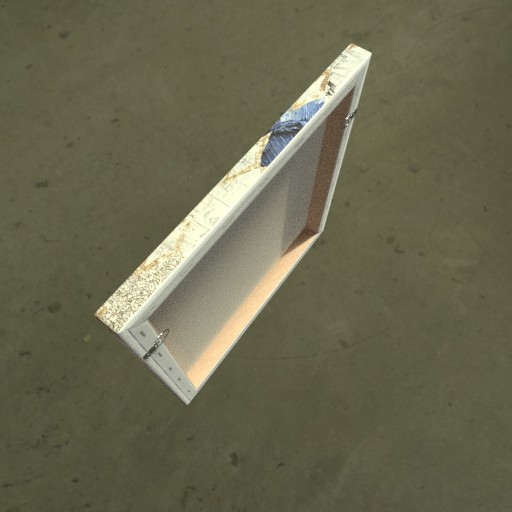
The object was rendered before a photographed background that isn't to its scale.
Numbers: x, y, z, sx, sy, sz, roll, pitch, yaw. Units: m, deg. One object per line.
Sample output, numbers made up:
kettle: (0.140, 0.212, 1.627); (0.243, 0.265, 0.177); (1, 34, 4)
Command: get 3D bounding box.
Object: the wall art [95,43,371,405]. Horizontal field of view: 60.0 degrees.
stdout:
wall art: (0.000, 0.000, 0.763); (0.038, 0.508, 0.507); (34, 68, 15)
